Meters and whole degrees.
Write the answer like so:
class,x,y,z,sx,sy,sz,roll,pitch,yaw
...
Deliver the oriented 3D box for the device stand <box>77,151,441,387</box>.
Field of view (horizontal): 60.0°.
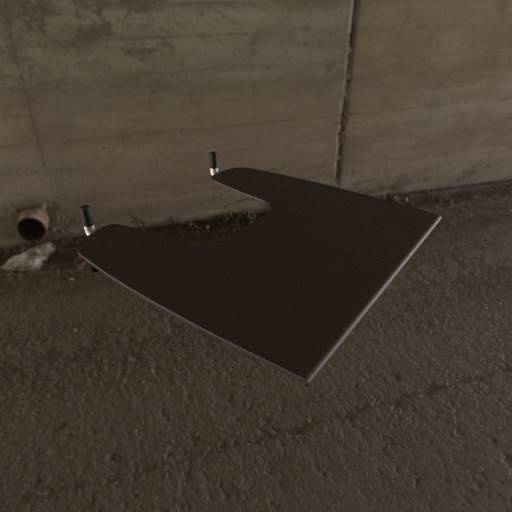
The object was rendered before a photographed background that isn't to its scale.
class,x,y,z,sx,sy,sz,roll,pitch,yaw
device stand,0.000,0.000,0.373,0.230,0.092,0.230,21,38,30
